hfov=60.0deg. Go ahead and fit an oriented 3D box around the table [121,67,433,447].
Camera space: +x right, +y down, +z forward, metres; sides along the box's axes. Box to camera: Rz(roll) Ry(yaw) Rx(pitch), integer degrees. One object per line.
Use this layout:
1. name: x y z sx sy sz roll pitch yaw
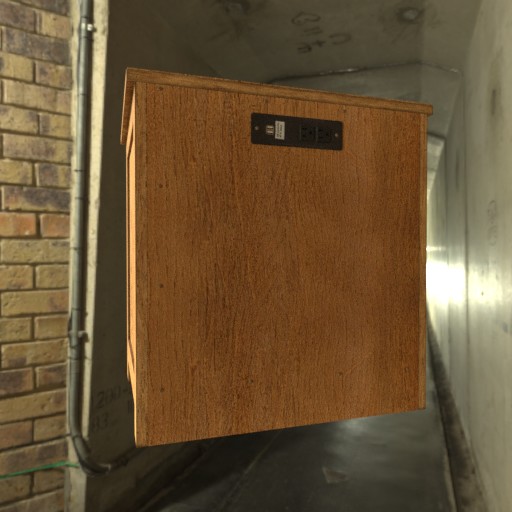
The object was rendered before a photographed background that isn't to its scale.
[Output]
1. table: 0.000 0.000 1.048 0.601 0.625 0.494 0 1 -18
